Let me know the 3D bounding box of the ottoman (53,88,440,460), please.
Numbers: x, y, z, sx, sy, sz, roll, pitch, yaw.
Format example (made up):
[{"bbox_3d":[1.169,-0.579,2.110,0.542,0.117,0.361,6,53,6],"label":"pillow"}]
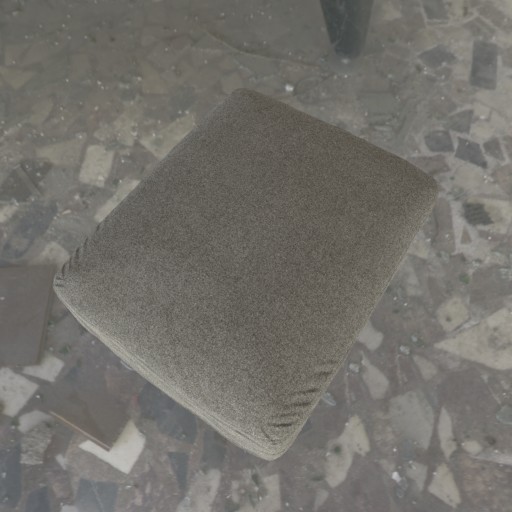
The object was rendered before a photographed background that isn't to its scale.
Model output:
[{"bbox_3d":[0.000,0.000,1.224,0.683,0.481,0.837,31,67,15],"label":"ottoman"}]
